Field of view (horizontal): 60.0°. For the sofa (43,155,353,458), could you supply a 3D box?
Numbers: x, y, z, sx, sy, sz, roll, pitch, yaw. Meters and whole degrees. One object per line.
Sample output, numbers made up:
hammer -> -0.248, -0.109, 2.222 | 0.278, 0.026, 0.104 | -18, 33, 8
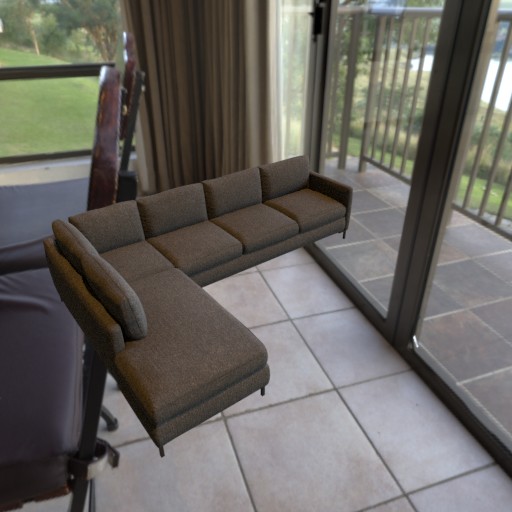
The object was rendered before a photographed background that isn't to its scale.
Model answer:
sofa -> 0.000, 0.000, 3.803 | 2.949, 0.815, 2.007 | -22, 37, -32
